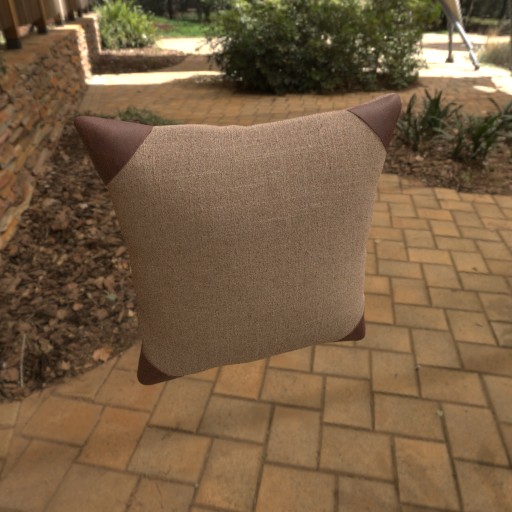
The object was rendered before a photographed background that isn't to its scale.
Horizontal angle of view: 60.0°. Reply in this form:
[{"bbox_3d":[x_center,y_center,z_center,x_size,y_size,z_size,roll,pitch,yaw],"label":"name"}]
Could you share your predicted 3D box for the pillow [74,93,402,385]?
[{"bbox_3d":[0.000,0.000,0.676,0.437,0.448,0.147,-10,33,-15],"label":"pillow"}]
